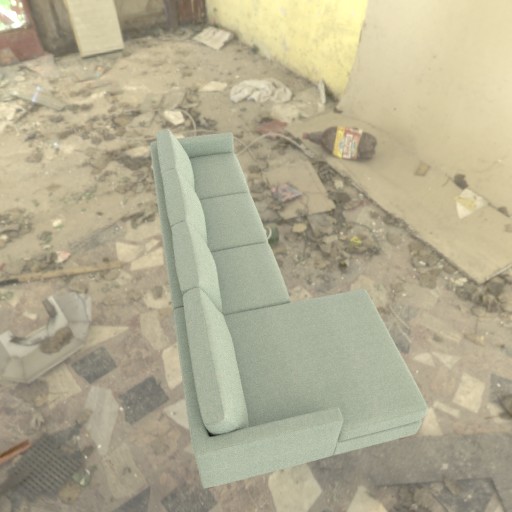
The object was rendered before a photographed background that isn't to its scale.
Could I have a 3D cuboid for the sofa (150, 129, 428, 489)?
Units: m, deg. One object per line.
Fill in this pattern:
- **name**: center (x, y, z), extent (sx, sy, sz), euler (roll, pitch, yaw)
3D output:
- **sofa**: center (0.000, 0.000, 4.032), extent (1.600, 0.953, 3.470), euler (-10, 47, -9)
